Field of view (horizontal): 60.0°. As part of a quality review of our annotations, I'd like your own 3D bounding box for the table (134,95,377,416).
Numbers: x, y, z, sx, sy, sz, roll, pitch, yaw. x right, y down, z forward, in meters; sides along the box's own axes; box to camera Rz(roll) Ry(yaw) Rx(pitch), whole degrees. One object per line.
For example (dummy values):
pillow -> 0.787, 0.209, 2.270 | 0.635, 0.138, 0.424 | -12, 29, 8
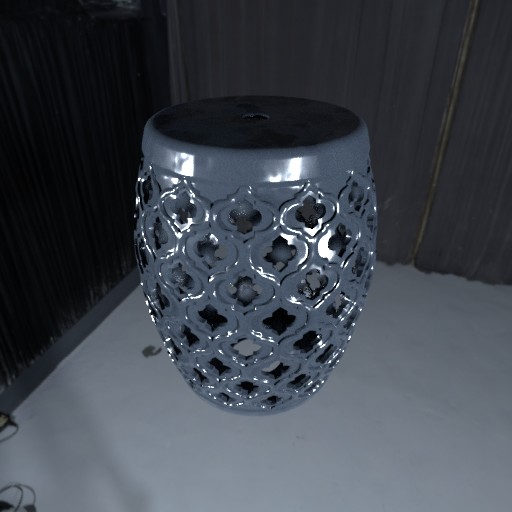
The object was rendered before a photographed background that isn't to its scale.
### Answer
table -> 0.000, 0.000, 0.628 | 0.325, 0.388, 0.325 | 0, 31, 0
